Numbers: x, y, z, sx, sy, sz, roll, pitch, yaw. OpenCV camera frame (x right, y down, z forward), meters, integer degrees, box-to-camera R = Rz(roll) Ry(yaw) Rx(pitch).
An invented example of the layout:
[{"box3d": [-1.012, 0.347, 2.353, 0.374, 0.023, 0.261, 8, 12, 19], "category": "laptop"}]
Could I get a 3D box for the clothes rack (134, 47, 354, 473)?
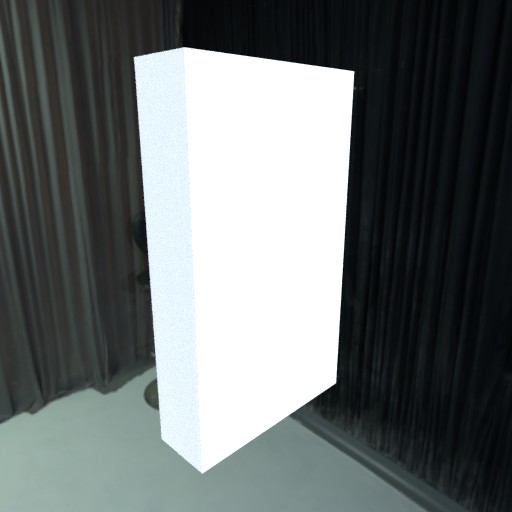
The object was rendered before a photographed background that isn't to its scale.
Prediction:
[{"box3d": [0.000, 0.000, 1.610, 0.750, 1.280, 0.250, -16, 23, -43], "category": "clothes rack"}]
